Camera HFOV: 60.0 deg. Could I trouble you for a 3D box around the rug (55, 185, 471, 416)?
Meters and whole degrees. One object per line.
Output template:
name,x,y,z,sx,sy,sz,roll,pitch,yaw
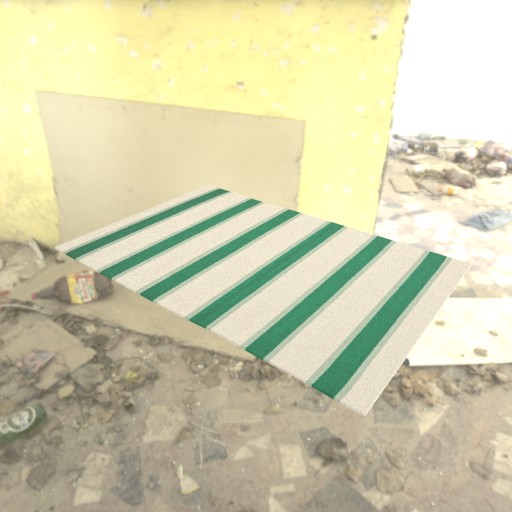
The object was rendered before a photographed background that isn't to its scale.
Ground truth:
rug,0.000,0.000,2.322,1.829,0.012,1.210,21,36,32
